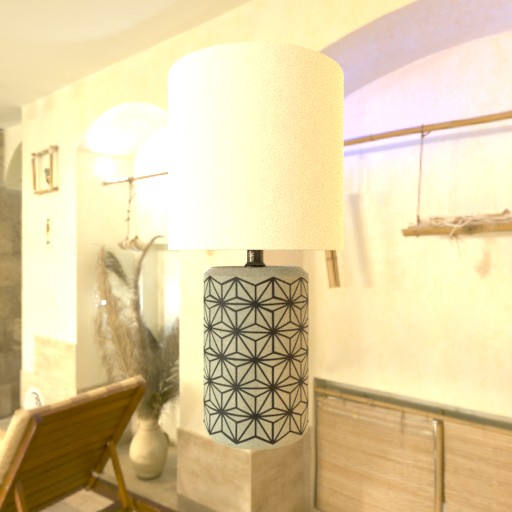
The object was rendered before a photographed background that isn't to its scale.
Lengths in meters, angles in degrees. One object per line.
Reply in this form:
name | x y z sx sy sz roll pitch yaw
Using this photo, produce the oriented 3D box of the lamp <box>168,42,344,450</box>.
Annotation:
lamp | 0.000 0.000 0.533 0.206 0.416 0.206 0 1 37
